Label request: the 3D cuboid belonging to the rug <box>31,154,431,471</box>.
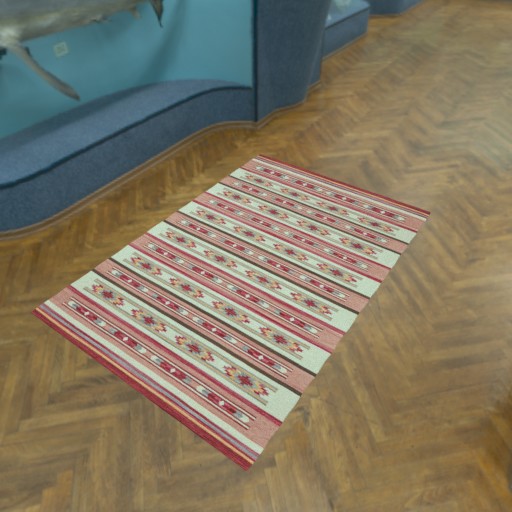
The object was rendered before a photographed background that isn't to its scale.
[{"bbox_3d":[0.000,0.000,2.300,1.223,0.008,1.817,25,47,26],"label":"rug"}]
